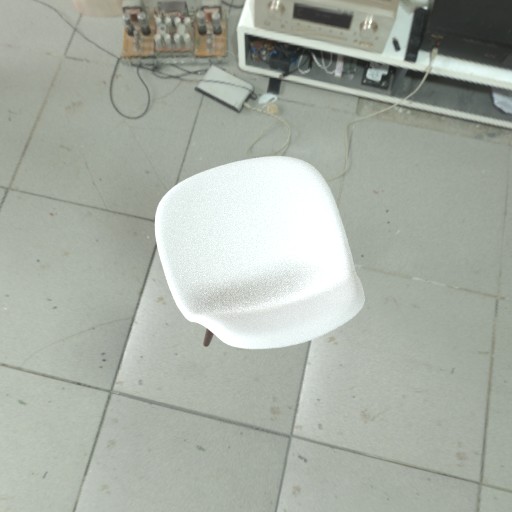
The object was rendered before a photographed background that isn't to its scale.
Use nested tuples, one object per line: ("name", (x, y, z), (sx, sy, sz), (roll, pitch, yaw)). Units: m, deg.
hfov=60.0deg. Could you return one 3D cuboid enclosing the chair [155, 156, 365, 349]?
("chair", (0.000, 0.000, 1.154), (0.470, 0.826, 0.533), (-16, 75, -4))
